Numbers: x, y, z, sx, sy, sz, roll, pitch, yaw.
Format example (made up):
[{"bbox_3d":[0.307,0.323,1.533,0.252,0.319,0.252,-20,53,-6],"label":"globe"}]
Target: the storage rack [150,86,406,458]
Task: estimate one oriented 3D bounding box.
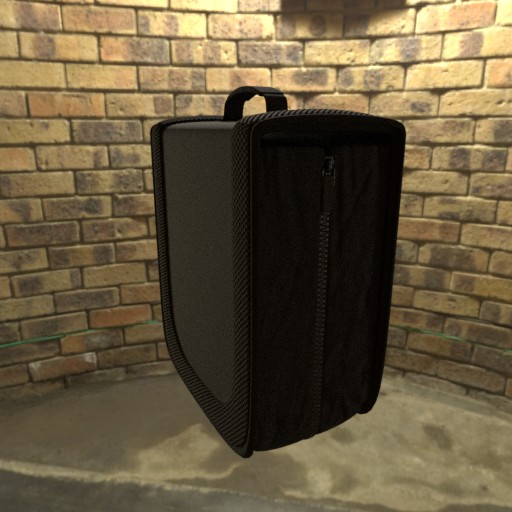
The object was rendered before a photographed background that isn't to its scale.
[{"bbox_3d":[0.000,0.000,0.541,0.168,0.387,0.297,-8,18,-27],"label":"storage rack"}]
